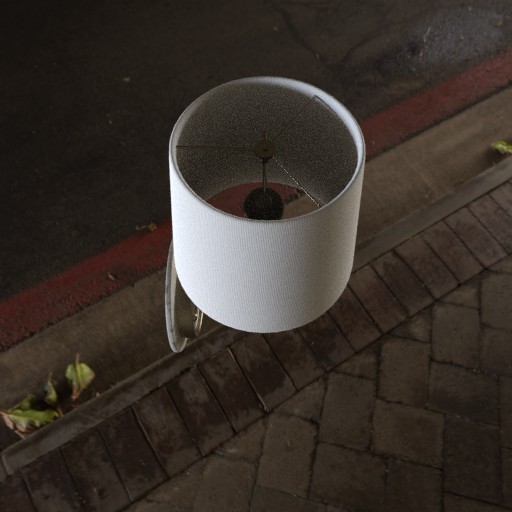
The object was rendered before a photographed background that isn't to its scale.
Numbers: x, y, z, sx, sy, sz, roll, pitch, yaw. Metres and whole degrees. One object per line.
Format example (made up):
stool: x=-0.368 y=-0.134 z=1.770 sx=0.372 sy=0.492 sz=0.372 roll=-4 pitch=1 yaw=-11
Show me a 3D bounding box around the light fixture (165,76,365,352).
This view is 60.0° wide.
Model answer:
light fixture: x=0.000 y=0.000 z=0.445 sx=0.188 sy=0.337 sz=0.168 roll=1 pitch=64 yaw=0
